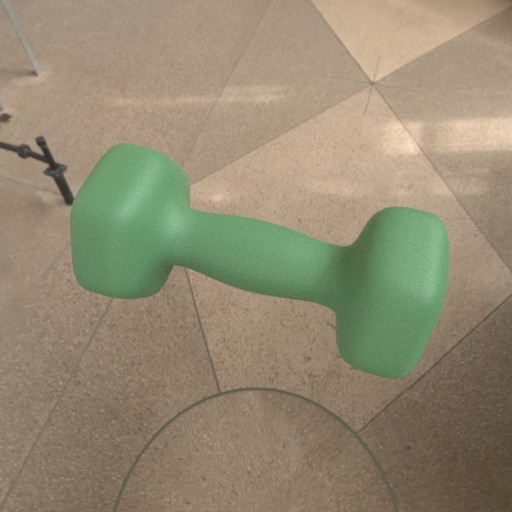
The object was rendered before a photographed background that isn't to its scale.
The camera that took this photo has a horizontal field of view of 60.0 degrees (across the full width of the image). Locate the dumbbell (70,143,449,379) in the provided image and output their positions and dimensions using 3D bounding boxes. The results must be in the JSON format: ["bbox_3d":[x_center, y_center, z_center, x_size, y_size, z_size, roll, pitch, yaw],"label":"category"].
[{"bbox_3d":[0.000,0.000,0.328,0.257,0.114,0.126,15,59,9],"label":"dumbbell"}]
